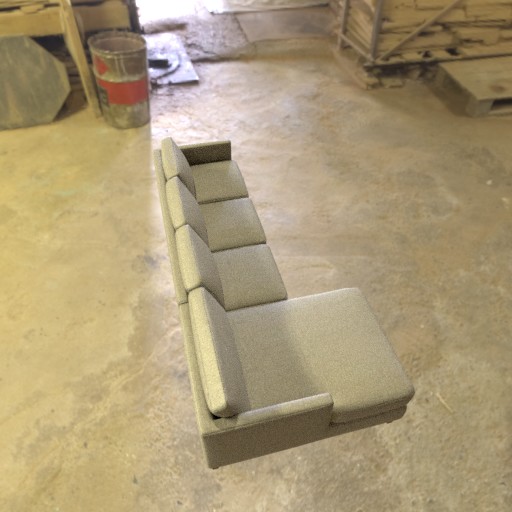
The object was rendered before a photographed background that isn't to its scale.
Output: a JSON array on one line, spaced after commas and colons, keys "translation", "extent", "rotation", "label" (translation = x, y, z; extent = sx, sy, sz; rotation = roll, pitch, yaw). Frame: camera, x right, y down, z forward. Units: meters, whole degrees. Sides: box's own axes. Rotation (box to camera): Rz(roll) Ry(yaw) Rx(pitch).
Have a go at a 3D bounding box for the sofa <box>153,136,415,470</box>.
[{"translation": [0.000, 0.000, 3.957], "extent": [1.502, 0.876, 3.201], "rotation": [-10, 47, -10], "label": "sofa"}]
